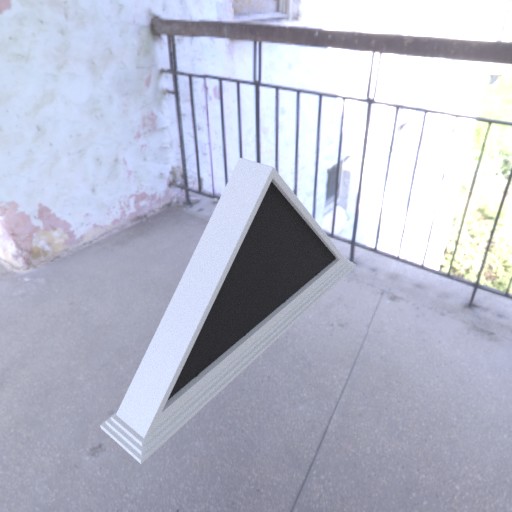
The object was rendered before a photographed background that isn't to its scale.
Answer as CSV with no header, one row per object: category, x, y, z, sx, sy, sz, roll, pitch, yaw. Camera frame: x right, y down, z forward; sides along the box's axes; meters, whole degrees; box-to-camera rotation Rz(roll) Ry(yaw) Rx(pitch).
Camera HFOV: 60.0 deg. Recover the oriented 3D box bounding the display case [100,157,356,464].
display case,0.000,0.000,0.770,0.095,0.340,0.640,23,39,32
